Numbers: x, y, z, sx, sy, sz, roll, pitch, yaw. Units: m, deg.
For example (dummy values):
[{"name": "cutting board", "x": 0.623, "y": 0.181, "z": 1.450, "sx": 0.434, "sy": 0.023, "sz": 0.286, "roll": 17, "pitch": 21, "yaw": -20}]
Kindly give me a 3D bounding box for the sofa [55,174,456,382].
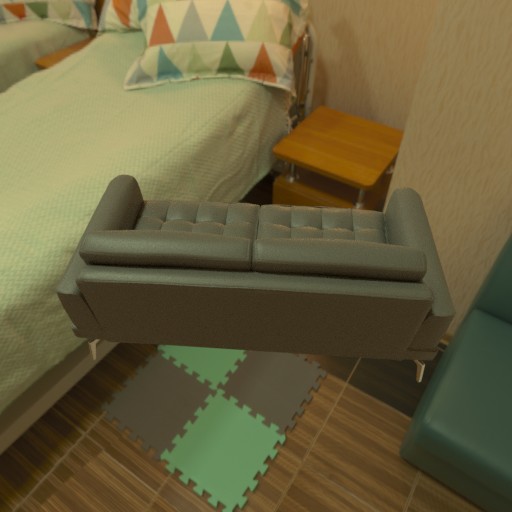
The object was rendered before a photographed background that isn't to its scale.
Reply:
[{"name": "sofa", "x": 0.000, "y": 0.000, "z": 2.797, "sx": 2.177, "sy": 0.930, "sz": 1.121, "roll": 3, "pitch": 46, "yaw": 3}]
